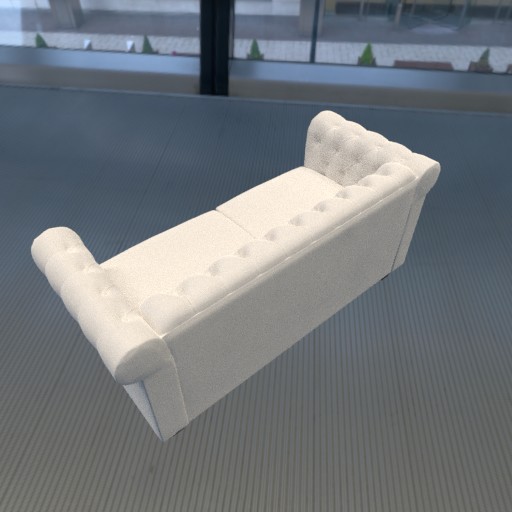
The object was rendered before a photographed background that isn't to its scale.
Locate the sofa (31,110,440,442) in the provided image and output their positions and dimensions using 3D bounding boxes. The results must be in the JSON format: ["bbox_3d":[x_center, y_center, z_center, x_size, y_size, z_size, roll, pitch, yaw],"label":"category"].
[{"bbox_3d":[0.000,0.000,2.235,1.798,0.796,0.771,-30,52,-28],"label":"sofa"}]
